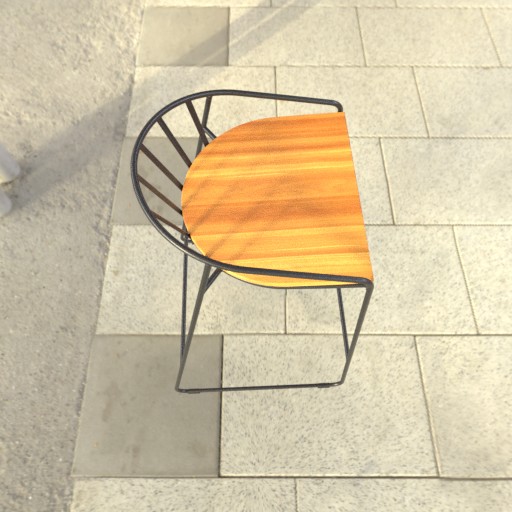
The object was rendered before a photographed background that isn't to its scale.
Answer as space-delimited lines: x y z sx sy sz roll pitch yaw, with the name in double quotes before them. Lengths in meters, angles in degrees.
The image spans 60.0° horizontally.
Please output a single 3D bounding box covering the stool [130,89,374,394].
"stool" 0.000 0.000 1.156 0.521 0.812 0.546 -2 64 -1
